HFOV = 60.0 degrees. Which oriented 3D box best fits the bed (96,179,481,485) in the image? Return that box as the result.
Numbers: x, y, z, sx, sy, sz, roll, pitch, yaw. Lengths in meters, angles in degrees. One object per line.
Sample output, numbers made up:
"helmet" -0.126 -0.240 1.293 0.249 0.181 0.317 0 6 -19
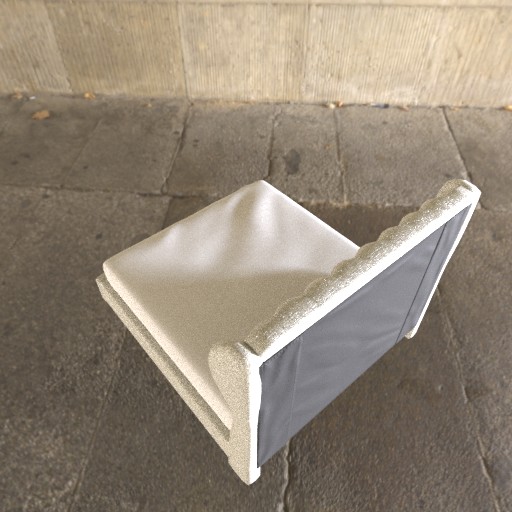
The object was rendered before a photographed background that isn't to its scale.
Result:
"bed" 0.000 0.000 3.820 2.219 1.771 2.347 -32 54 -27
